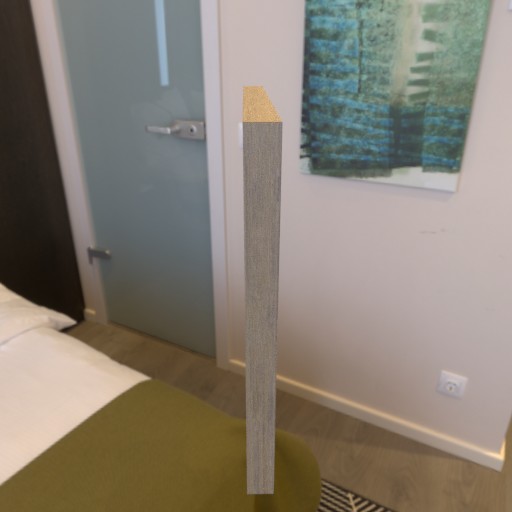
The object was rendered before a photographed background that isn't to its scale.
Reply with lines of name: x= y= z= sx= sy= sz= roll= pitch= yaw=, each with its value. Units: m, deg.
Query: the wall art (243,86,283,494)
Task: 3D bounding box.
wall art: x=0.000 y=0.000 z=0.750 sx=0.037 sy=0.507 sz=0.507 roll=-1 pitch=25 yaw=-1
